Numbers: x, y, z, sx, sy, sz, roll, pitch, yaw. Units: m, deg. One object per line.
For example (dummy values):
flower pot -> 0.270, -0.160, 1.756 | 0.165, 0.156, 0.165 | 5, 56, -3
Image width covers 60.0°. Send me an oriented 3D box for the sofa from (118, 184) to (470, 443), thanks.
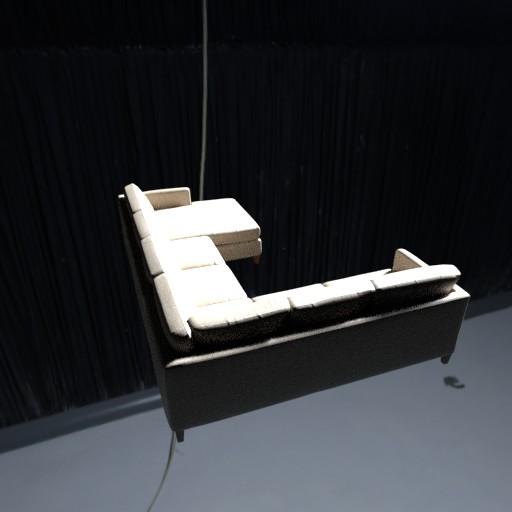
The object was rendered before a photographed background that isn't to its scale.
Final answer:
sofa -> 0.000, 0.000, 4.821 | 2.594, 0.961, 3.460 | -10, 30, -18
